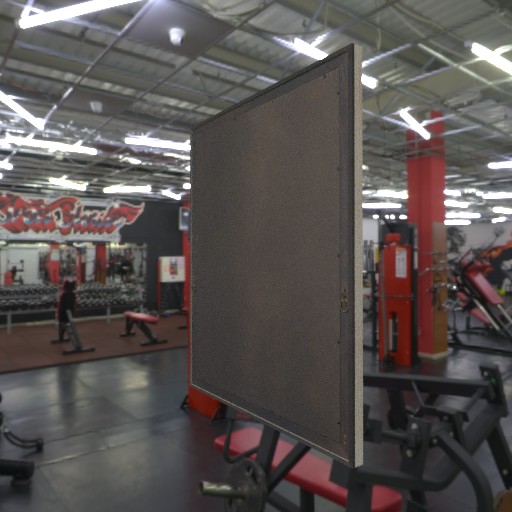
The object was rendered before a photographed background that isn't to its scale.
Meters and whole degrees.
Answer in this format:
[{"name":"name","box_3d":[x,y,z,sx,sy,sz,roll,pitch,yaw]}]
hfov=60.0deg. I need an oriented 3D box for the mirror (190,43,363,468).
[{"name":"mirror","box_3d":[0.000,0.000,1.224,0.032,0.882,0.730,0,-1,-36]}]
